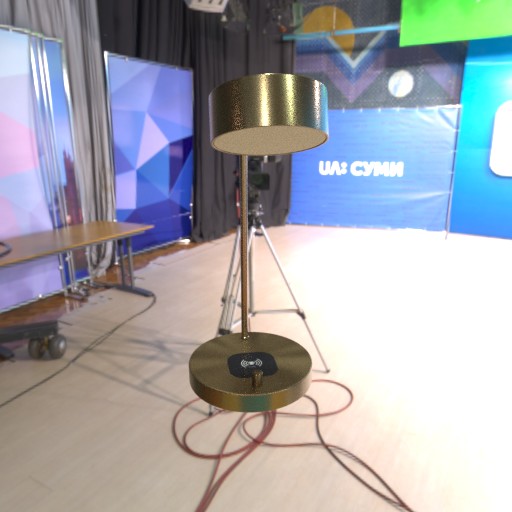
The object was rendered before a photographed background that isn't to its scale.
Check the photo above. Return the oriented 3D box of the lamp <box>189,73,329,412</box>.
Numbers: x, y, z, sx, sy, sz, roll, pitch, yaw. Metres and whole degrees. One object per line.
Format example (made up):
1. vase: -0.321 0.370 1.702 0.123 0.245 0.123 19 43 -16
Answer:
1. lamp: 0.000 0.000 0.523 0.171 0.380 0.270 -2 17 -8
